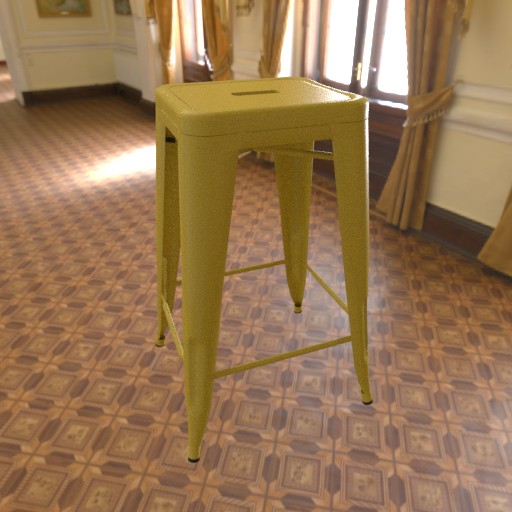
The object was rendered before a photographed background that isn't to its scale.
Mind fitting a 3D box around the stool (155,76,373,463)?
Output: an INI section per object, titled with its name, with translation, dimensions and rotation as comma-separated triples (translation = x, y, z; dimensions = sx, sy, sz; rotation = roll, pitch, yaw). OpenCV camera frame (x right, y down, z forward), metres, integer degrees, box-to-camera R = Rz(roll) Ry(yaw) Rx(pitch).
[stool]
translation = 0.000, 0.000, 0.861
dimensions = 0.399, 0.609, 0.359
rotation = -11, 32, -18
